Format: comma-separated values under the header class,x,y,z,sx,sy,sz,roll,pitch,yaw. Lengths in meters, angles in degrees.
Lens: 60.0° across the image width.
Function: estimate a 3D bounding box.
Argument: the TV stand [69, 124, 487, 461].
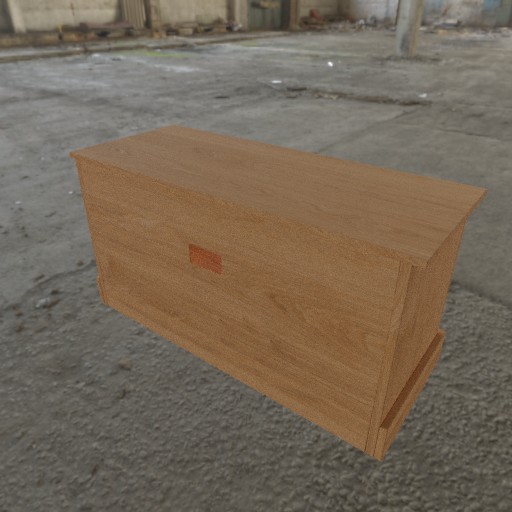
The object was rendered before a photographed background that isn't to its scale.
class,x,y,z,sx,sy,sz,roll,pitch,yaw
TV stand,0.000,0.000,1.341,1.080,0.550,0.440,21,36,31
